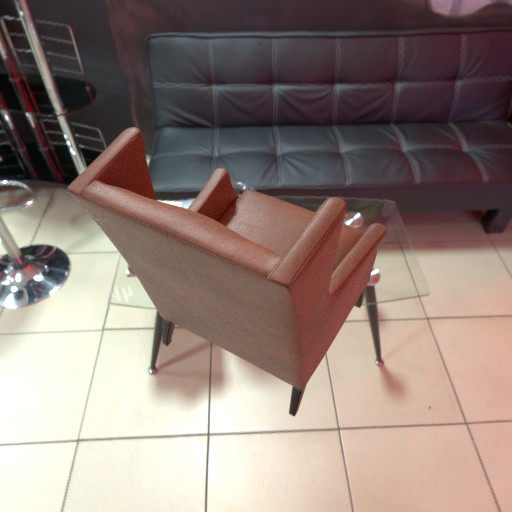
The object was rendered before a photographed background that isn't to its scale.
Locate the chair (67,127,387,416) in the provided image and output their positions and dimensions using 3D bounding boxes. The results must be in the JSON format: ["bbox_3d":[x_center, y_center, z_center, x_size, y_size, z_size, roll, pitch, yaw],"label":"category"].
[{"bbox_3d":[0.000,0.000,1.746,0.815,1.088,0.913,23,51,20],"label":"chair"}]
